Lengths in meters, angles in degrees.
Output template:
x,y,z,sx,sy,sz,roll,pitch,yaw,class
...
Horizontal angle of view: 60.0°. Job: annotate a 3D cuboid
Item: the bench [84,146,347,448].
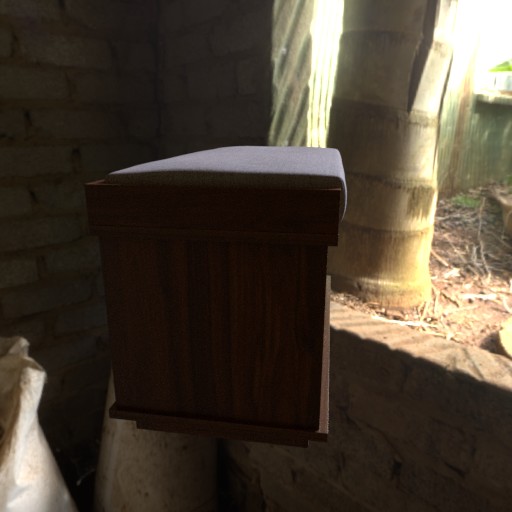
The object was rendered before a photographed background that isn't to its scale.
x,y,z,sx,sy,sz,roll,pitch,yaw,class
0.000,0.000,0.990,0.362,0.461,0.734,3,17,9,bench
